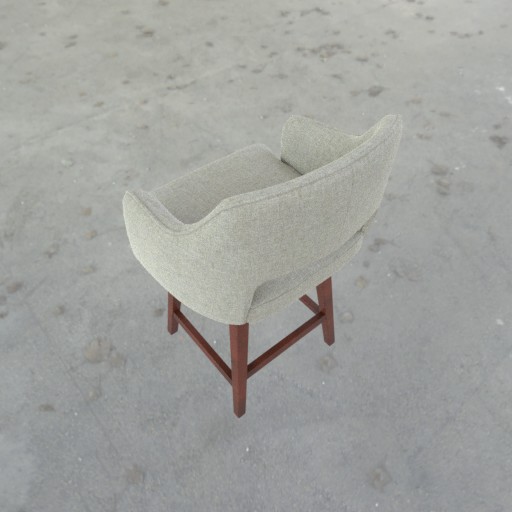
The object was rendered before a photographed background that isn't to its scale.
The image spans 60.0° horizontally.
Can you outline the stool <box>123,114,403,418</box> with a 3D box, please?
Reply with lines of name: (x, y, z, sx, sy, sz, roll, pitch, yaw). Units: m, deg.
stool: (0.000, 0.000, 1.283, 0.599, 0.944, 0.558, -31, 55, -25)
